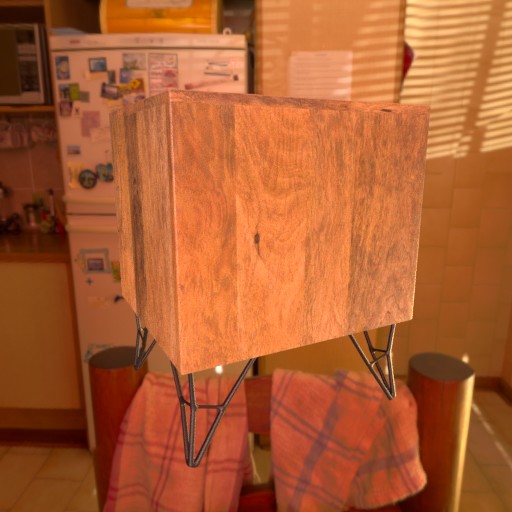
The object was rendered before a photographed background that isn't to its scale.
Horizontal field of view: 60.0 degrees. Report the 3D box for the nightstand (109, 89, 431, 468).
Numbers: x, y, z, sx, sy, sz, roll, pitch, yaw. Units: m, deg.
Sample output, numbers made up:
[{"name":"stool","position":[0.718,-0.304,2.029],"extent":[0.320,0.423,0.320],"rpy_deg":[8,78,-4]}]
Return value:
[{"name":"nightstand","position":[0.000,0.000,0.886],"extent":[0.457,0.559,0.406],"rpy_deg":[-7,15,-27]}]
